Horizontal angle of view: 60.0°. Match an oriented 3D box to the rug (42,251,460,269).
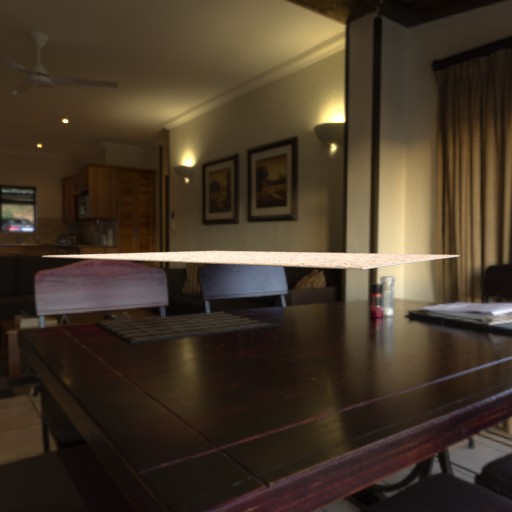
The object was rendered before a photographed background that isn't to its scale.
[{"bbox_3d":[0.000,0.000,4.026,2.980,0.012,2.363,1,2,35],"label":"rug"}]
